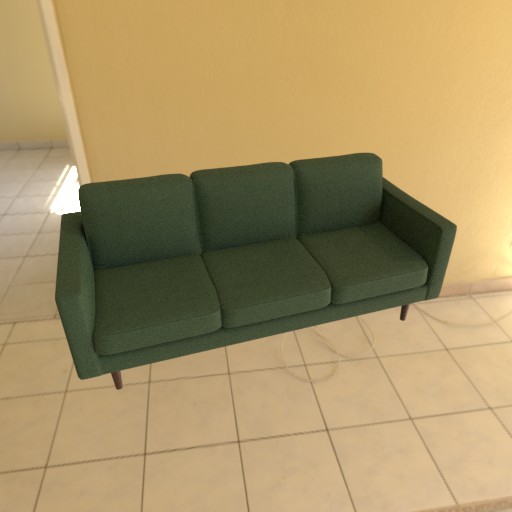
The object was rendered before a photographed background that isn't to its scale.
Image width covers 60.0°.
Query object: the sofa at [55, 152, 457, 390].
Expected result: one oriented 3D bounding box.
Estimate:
[{"bbox_3d":[0.000,0.000,2.544,2.029,0.899,0.879,-10,33,-16],"label":"sofa"}]
